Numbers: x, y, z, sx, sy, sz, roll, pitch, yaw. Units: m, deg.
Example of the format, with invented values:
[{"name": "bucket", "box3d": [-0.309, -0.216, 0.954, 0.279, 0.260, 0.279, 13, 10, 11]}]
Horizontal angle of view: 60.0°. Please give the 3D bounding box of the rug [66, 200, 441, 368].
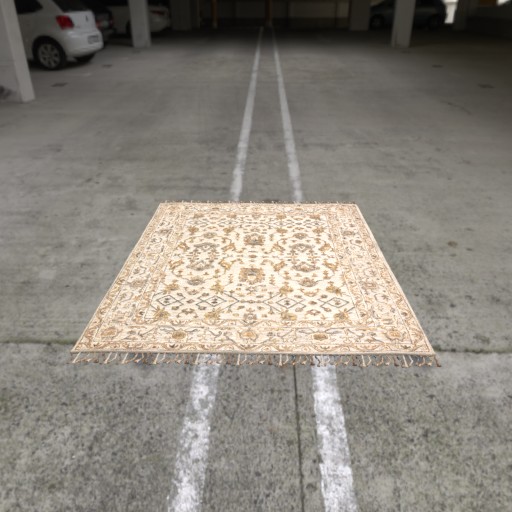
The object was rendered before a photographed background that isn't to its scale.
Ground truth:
[{"name": "rug", "box3d": [0.000, 0.000, 4.184, 2.426, 0.034, 3.061, 0, 27, 1]}]
